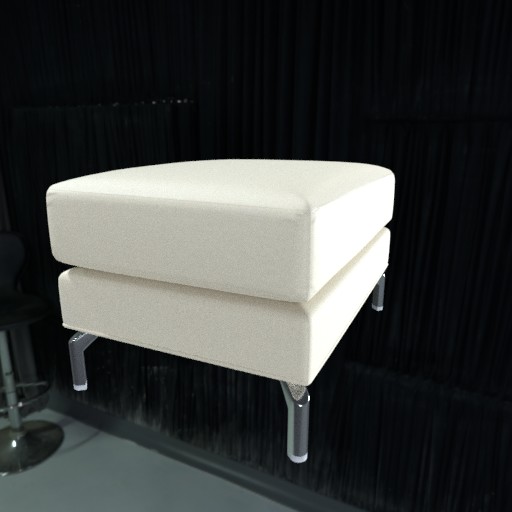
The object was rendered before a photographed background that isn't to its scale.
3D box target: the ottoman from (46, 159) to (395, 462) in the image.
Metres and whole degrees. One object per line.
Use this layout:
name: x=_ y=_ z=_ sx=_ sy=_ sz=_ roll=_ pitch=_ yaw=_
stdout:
ottoman: x=0.000 y=0.000 z=1.184 sx=0.581 sy=0.497 sz=0.835 roll=7 pitch=17 yaw=24
